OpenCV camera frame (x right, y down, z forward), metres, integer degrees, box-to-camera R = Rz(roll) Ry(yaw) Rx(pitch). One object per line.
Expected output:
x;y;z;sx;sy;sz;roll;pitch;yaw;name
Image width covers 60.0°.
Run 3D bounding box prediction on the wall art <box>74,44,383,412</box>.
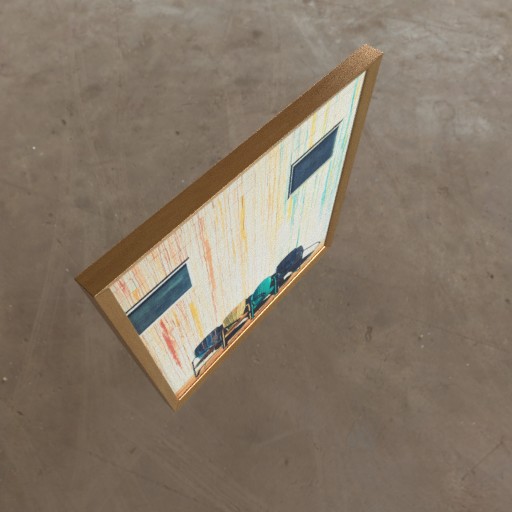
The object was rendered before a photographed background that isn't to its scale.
0.000;0.000;0.444;0.019;0.302;0.302;37;65;20;wall art
